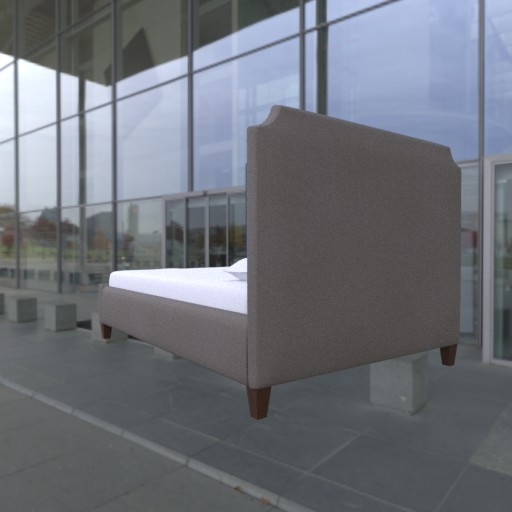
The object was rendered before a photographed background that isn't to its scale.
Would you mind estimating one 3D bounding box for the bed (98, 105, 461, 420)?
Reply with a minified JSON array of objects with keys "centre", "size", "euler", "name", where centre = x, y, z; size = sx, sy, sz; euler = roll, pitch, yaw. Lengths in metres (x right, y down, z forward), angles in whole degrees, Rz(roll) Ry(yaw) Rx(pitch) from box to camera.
[{"centre":[0.000,0.000,3.382],"size":[1.712,1.443,2.372],"euler":[-1,1,-36],"name":"bed"}]
